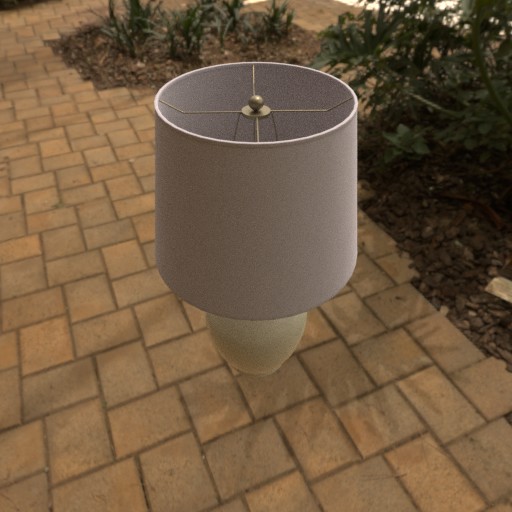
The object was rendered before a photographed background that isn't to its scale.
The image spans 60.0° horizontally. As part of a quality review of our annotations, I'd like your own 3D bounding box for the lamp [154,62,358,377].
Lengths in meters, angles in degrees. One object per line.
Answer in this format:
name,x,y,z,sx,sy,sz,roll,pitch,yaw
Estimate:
lamp,0.000,0.000,0.546,0.239,0.399,0.239,0,42,0
